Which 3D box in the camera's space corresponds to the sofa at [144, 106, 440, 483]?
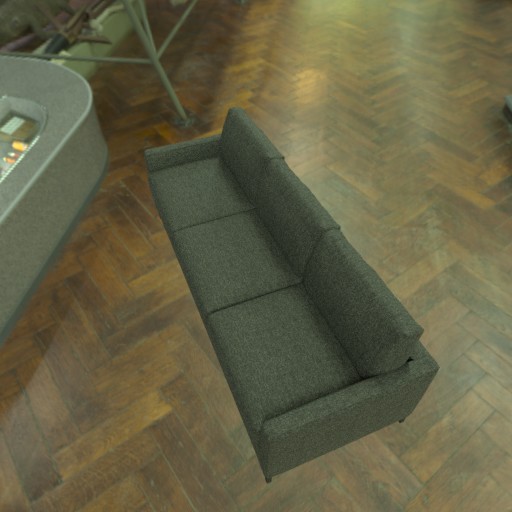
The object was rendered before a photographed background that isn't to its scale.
[{"bbox_3d":[0.000,0.000,2.699,0.876,0.879,2.253,-17,49,-15],"label":"sofa"}]
